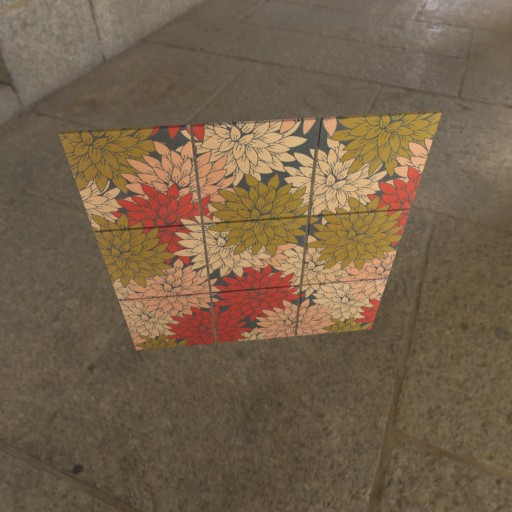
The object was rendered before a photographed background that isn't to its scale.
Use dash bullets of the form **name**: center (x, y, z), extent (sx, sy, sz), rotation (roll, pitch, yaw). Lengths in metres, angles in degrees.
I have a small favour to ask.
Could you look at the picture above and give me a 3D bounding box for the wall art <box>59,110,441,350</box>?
- **wall art**: center (0.000, 0.000, 1.375), extent (0.904, 0.913, 0.013), rotation (-4, 46, -4)
